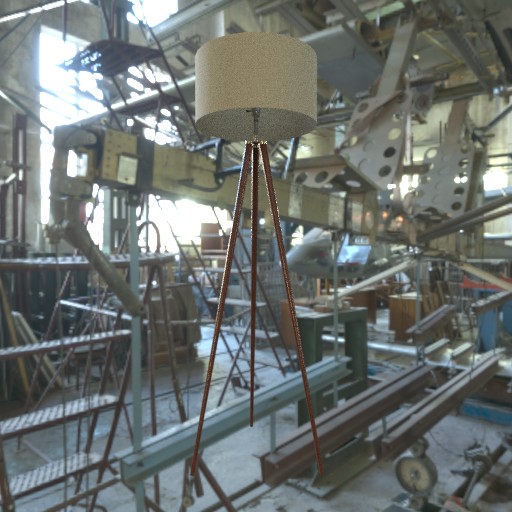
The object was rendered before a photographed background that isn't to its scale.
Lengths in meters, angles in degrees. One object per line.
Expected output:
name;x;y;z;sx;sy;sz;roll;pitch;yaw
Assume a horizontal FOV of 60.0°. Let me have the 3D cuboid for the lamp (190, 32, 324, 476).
lamp;0.000;0.000;1.781;0.483;1.553;0.483;0;1;-1
